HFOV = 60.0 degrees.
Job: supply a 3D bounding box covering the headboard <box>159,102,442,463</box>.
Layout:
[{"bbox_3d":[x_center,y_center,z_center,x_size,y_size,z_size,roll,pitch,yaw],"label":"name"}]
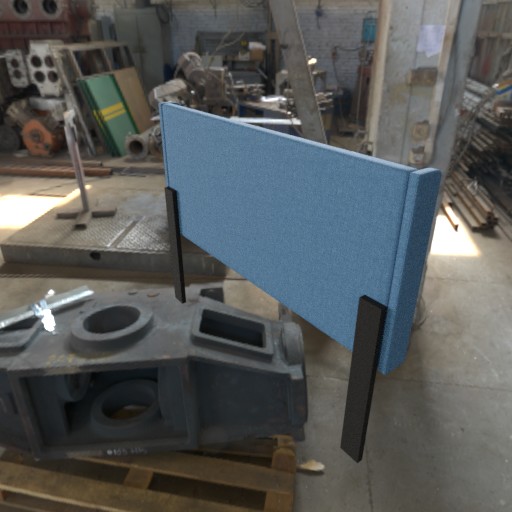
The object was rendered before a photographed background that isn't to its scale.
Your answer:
[{"bbox_3d":[0.000,0.000,2.658,0.184,1.524,2.051,-19,33,-32],"label":"headboard"}]
